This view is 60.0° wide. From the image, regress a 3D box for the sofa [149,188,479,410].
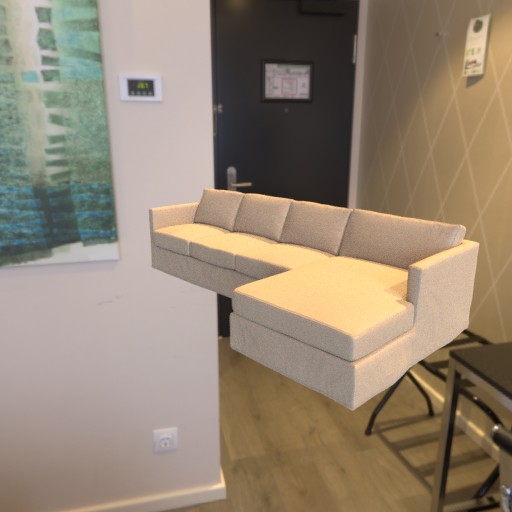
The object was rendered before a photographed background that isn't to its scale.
[{"bbox_3d":[0.000,0.000,3.917,1.622,0.871,3.206,-14,21,-42],"label":"sofa"}]
